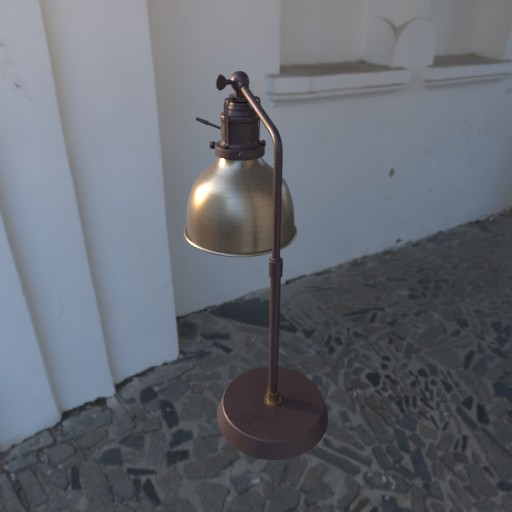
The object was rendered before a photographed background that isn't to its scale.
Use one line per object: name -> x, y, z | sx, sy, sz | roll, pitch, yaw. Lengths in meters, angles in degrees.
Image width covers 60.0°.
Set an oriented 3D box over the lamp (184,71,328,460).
lamp -> 0.000, 0.000, 0.617 | 0.175, 0.469, 0.298 | -8, 28, -16
